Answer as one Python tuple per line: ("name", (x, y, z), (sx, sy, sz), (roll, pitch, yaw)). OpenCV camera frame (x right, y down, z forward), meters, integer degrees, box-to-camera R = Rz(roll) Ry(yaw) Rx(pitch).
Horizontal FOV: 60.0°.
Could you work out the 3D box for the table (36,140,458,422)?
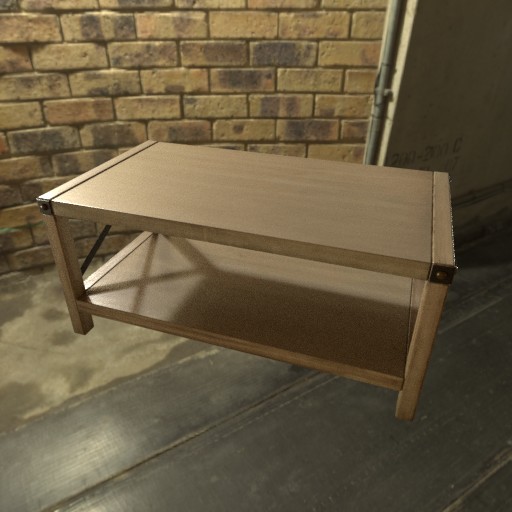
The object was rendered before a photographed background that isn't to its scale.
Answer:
("table", (0.000, 0.000, 1.325), (1.016, 0.456, 0.559), (10, 32, 17))
